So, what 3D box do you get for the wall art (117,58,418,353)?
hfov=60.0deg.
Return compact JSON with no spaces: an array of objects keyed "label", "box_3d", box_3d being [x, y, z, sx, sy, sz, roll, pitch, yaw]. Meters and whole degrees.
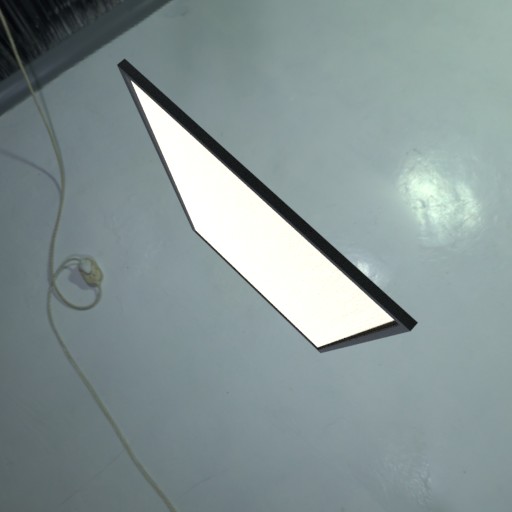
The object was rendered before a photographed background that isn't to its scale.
[{"label":"wall art","box_3d":[0.000,0.000,0.816,0.457,0.657,0.013,43,80,10]}]
